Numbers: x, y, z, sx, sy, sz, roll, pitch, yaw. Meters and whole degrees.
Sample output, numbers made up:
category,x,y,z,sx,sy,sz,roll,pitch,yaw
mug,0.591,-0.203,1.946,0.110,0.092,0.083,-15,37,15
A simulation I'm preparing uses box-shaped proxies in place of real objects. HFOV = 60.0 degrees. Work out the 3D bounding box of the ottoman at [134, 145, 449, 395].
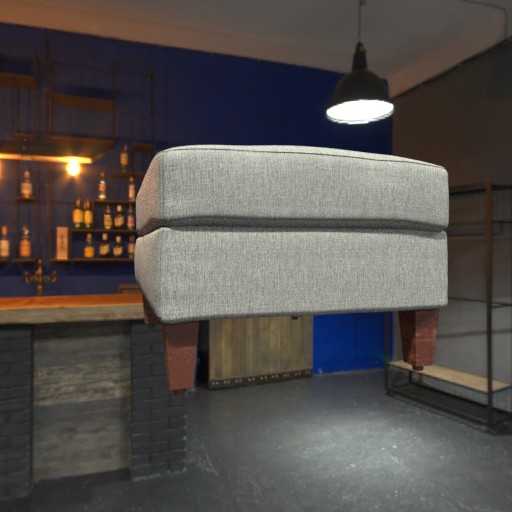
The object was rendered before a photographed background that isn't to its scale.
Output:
category,x,y,z,sx,sy,sz,roll,pitch,yaw
ottoman,0.000,0.000,1.250,0.639,0.494,0.873,0,1,-17
